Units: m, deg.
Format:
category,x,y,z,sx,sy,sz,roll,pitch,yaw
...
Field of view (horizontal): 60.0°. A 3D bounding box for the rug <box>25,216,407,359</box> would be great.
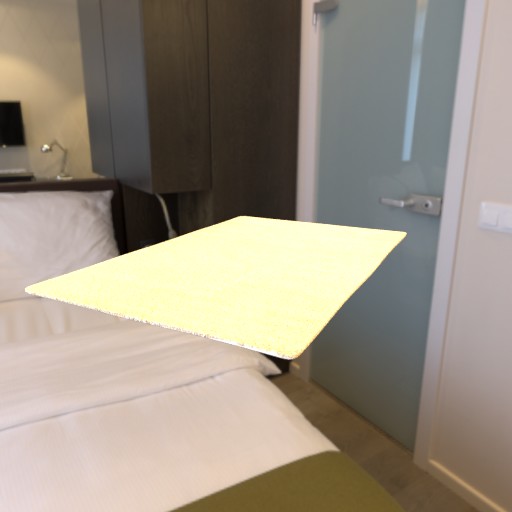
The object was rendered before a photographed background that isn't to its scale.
category,x,y,z,sx,sy,sz,roll,pitch,yaw
rug,0.000,0.000,3.428,1.798,0.025,2.698,8,18,27
